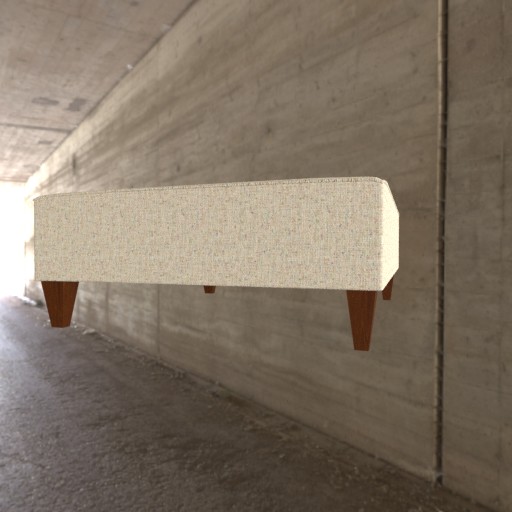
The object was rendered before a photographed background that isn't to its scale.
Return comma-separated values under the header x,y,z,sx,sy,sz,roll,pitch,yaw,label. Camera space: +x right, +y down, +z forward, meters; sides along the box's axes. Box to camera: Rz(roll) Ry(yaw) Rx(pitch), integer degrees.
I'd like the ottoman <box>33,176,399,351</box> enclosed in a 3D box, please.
x,y,z,sx,sy,sz,roll,pitch,yaw,label
0.000,0.000,1.231,0.736,0.303,0.835,0,1,20,ottoman
